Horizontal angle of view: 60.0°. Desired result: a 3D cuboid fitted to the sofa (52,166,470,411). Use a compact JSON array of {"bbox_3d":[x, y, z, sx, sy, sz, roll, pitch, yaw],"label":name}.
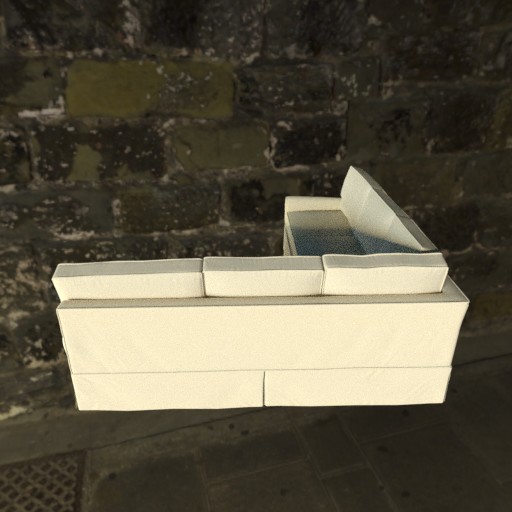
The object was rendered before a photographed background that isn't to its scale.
[{"bbox_3d":[0.000,0.000,3.986,2.597,1.070,2.591,-1,26,-1],"label":"sofa"}]
